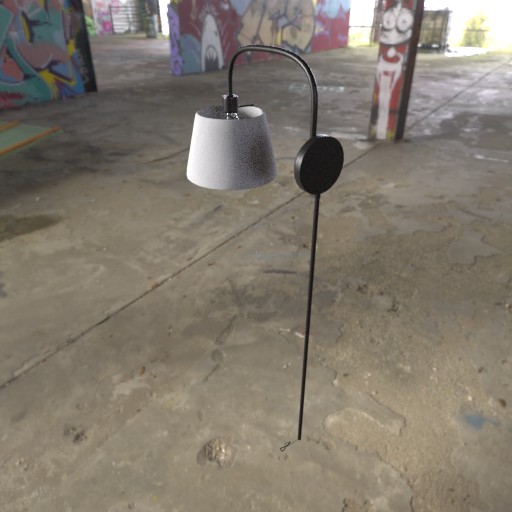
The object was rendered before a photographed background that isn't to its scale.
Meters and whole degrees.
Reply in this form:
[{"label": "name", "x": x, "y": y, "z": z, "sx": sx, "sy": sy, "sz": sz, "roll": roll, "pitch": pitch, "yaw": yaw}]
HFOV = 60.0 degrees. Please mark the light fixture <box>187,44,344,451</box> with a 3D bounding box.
[{"label": "light fixture", "x": 0.000, "y": 0.000, "z": 0.462, "sx": 0.092, "sy": 0.399, "sz": 0.176, "roll": -20, "pitch": 35, "yaw": -30}]
